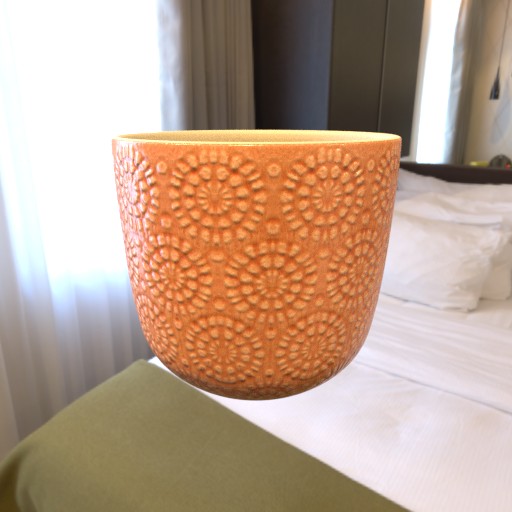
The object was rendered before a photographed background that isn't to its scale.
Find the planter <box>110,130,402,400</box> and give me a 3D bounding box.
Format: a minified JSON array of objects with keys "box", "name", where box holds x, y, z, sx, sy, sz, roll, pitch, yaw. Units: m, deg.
[{"box":[0.000,0.000,0.359,0.208,0.190,0.208,0,18,0],"name":"planter"}]
